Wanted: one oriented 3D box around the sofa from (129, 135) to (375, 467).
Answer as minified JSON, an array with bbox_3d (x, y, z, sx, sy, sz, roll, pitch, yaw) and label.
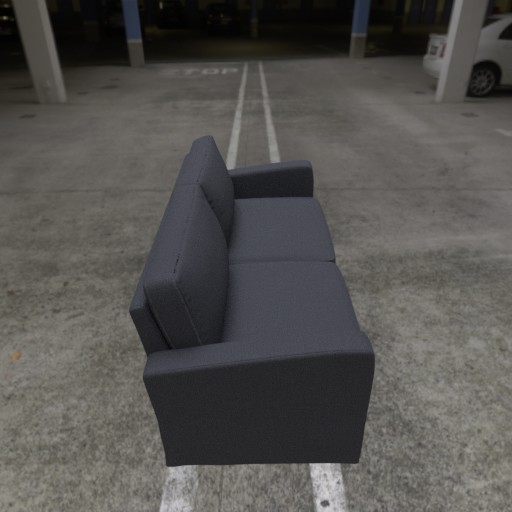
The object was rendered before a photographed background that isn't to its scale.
[{"bbox_3d":[0.000,0.000,2.345,0.898,0.839,1.852,0,32,-1],"label":"sofa"}]
